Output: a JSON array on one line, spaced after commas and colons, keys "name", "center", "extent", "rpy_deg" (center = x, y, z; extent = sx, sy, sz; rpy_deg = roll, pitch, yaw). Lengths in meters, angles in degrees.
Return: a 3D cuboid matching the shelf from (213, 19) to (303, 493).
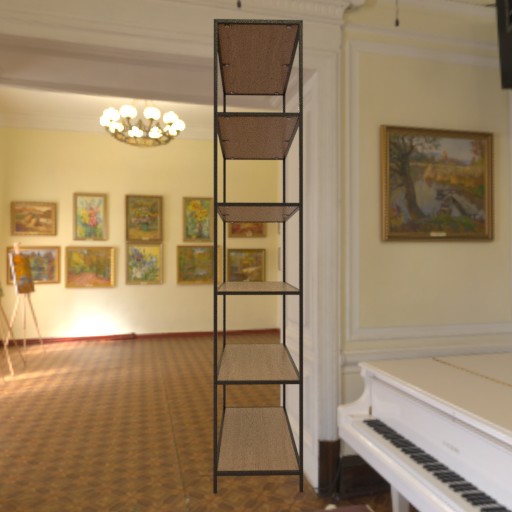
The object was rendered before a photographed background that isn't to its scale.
[{"name": "shelf", "center": [0.000, 0.000, 2.116], "extent": [0.350, 1.850, 0.770], "rpy_deg": [0, 0, -1]}]
